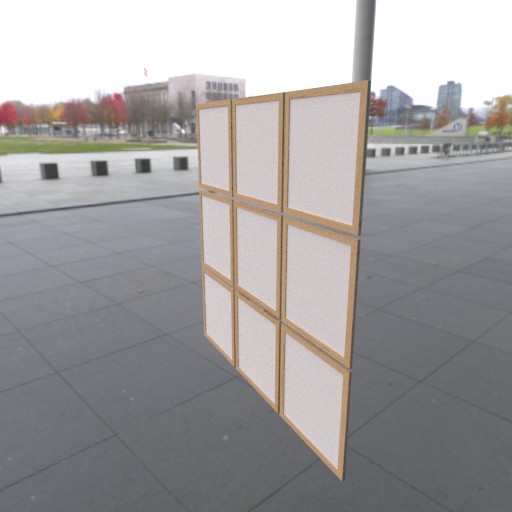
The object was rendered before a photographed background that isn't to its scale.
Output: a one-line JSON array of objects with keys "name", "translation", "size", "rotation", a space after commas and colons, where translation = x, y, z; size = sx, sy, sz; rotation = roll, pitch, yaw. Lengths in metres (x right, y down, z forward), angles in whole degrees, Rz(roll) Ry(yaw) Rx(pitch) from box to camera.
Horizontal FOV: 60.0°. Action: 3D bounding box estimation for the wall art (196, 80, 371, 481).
[{"name": "wall art", "translation": [0.000, 0.000, 2.239], "size": [0.013, 1.523, 1.517], "rotation": [-8, 18, -27]}]
